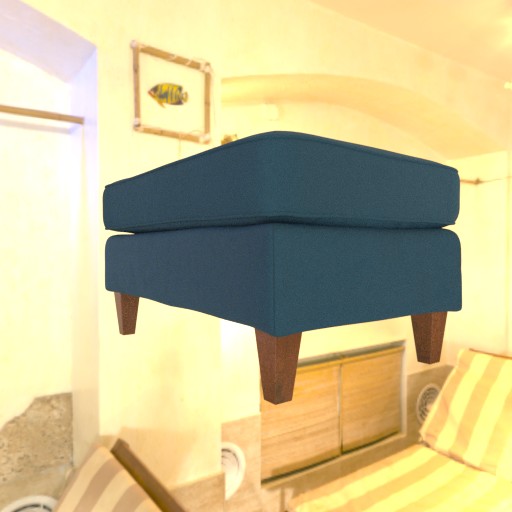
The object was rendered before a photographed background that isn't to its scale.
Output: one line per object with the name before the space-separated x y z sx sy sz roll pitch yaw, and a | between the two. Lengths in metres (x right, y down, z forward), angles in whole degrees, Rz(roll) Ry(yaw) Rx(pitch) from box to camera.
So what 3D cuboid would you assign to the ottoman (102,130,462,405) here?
ottoman | 0.000 0.000 1.190 0.583 0.484 0.862 -1 1 -36
